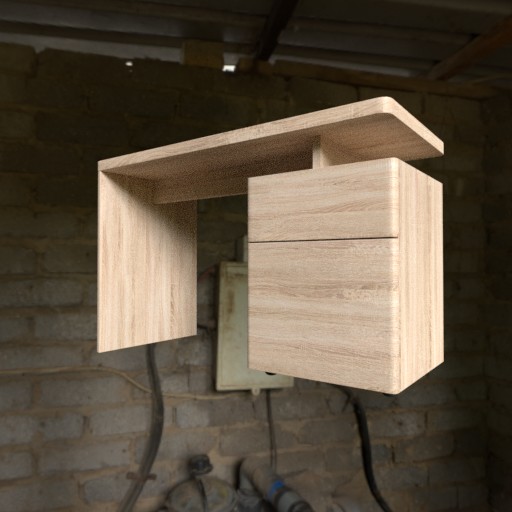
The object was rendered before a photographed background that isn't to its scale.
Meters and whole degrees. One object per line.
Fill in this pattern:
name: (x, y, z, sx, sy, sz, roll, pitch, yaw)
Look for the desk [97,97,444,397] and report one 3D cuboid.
desk: (0.000, 0.000, 1.641, 1.200, 0.760, 0.550, -1, -1, 36)
